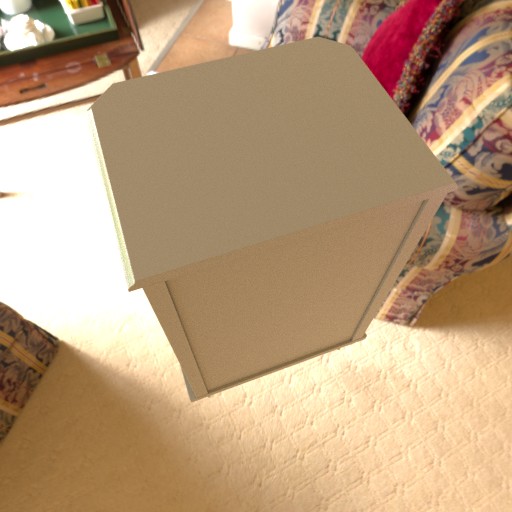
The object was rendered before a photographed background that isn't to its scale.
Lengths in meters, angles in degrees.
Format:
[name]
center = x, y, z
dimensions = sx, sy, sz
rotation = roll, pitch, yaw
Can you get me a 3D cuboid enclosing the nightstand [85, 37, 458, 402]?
[nightstand]
center = 0.000, 0.000, 0.902
dimensions = 0.435, 0.680, 0.348
rotation = -17, 61, -10
